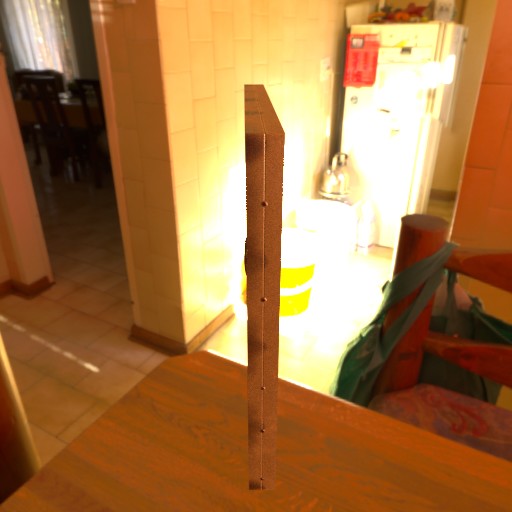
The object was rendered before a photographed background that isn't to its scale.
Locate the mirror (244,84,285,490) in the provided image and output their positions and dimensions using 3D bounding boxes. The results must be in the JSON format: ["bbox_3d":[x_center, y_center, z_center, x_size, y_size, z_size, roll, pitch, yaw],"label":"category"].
[{"bbox_3d":[0.000,0.000,0.760,0.042,0.507,0.509,-1,26,-1],"label":"mirror"}]
